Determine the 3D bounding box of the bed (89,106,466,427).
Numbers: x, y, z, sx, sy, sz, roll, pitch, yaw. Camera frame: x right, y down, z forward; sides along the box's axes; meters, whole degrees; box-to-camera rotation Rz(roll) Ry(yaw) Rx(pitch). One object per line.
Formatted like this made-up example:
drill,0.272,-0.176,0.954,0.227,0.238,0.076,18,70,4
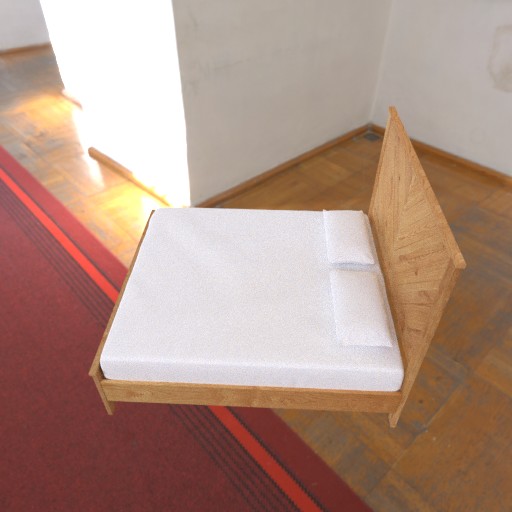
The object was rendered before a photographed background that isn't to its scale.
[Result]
bed,0.000,0.000,4.068,2.530,1.938,2.225,2,41,2
